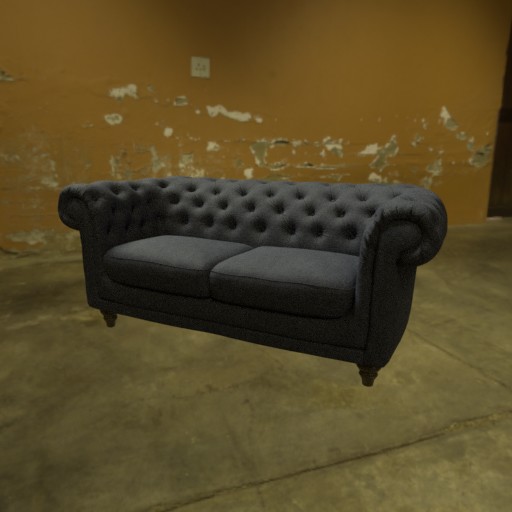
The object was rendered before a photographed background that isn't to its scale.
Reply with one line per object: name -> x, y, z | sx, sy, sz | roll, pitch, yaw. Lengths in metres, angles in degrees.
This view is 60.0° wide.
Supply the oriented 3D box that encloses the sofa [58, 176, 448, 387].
sofa -> 0.000, 0.000, 2.533 | 1.988, 0.833, 1.082 | 7, 16, 25
